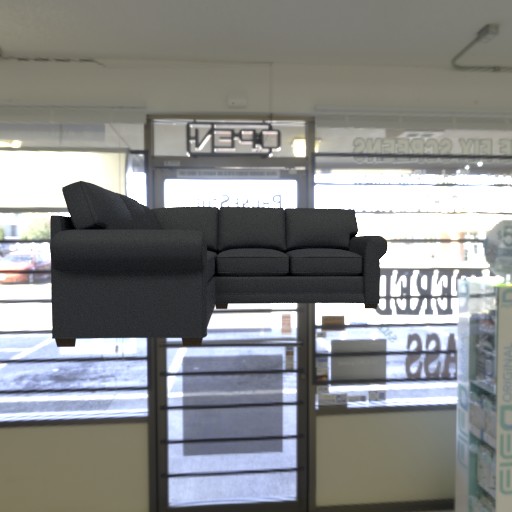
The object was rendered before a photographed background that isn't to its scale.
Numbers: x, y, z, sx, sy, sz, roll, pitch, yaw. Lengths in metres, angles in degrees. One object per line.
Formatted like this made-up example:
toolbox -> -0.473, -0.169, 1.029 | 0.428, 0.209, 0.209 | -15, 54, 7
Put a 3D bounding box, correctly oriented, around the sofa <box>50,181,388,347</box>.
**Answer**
sofa -> 0.000, 0.000, 3.855 | 2.562, 1.042, 2.487 | 0, 2, -2
